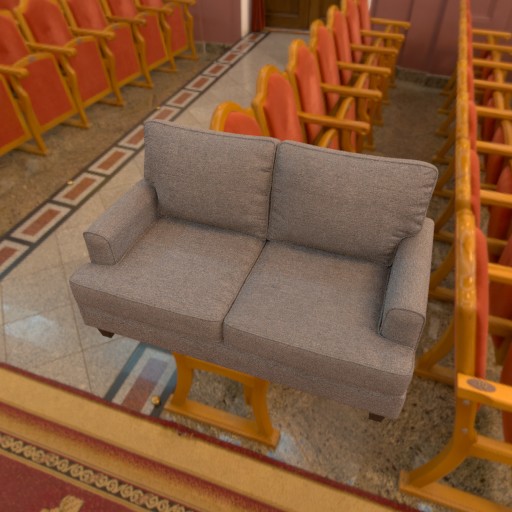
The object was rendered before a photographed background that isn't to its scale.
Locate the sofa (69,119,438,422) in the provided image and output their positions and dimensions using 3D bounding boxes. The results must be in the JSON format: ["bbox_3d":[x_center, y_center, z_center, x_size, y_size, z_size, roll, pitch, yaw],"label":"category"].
[{"bbox_3d":[0.000,0.000,2.235,1.651,0.965,0.965,13,42,15],"label":"sofa"}]
